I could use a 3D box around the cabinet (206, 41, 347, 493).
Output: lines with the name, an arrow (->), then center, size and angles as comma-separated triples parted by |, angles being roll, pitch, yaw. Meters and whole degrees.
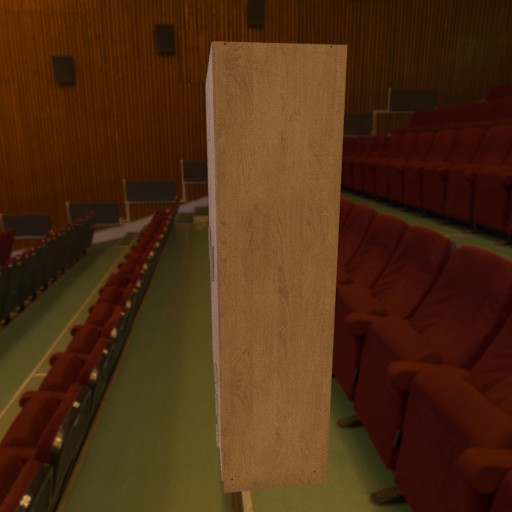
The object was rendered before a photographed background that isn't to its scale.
cabinet -> 0.000, 0.000, 2.450 | 0.510, 1.910, 1.290 | -2, 15, -7
